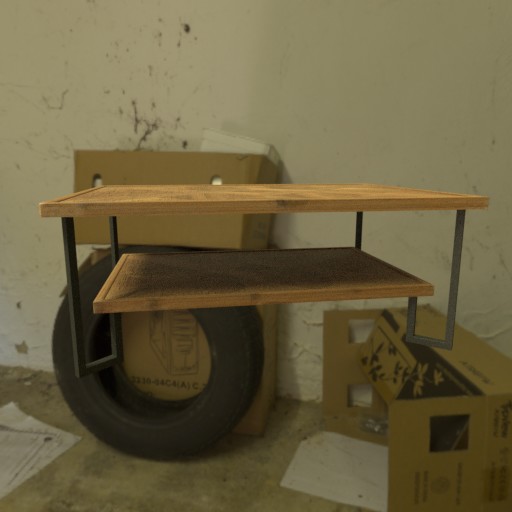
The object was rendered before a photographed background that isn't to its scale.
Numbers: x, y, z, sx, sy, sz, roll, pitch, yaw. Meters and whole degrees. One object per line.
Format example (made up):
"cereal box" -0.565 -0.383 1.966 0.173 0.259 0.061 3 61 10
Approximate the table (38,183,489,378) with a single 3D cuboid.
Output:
"table" 0.000 0.000 1.667 1.238 0.492 0.877 -2 12 -9
